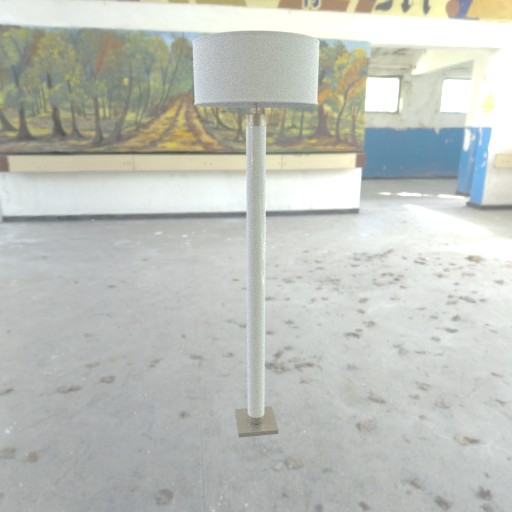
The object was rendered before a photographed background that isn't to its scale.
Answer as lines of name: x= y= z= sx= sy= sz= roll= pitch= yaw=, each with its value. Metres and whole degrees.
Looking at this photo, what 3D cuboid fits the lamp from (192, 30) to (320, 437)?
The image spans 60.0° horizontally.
lamp: x=0.000 y=0.000 z=1.665 sx=0.420 sy=1.475 sz=0.420 roll=-2 pitch=16 yaw=-8
